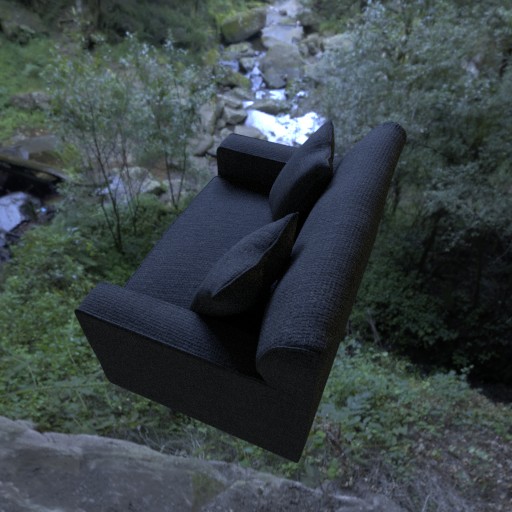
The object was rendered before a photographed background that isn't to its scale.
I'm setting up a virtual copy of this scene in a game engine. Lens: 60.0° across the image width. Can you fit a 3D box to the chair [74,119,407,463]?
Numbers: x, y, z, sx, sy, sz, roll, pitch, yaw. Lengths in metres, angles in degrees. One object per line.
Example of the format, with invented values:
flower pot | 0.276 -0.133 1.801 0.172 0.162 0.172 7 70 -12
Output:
chair | 0.000 0.000 2.092 1.000 0.948 1.383 17 49 16
